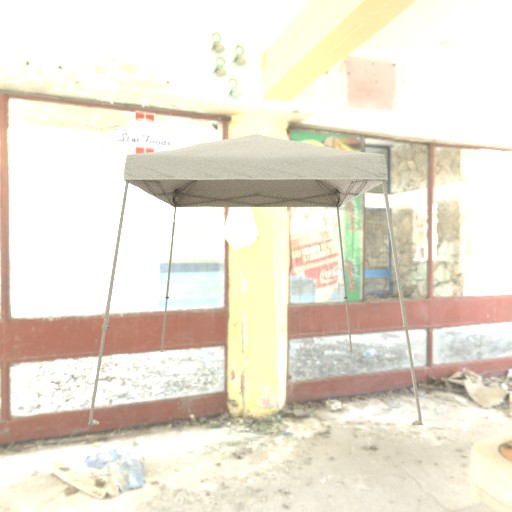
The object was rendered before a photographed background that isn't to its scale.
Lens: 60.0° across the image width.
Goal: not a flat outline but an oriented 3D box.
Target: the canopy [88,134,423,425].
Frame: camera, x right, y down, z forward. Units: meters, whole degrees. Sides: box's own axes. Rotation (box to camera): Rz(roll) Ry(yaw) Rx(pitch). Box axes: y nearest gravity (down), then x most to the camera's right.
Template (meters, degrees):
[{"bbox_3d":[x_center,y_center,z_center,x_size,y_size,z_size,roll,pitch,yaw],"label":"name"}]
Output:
[{"bbox_3d":[0.000,0.000,6.541,3.599,3.600,3.600,0,0,0],"label":"canopy"}]
